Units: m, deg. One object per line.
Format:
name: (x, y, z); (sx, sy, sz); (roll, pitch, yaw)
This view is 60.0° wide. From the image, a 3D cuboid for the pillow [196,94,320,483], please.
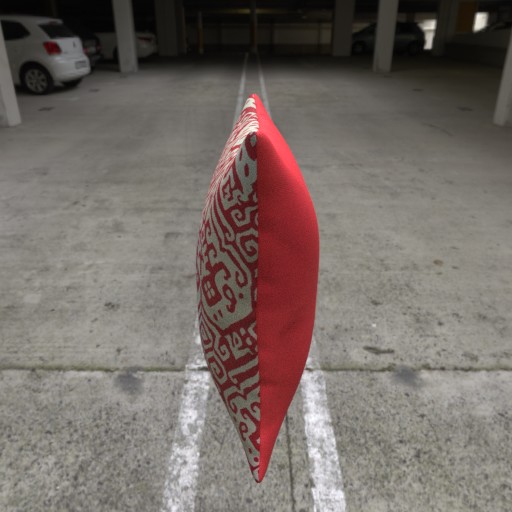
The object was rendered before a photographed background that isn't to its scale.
pillow: (0.000, 0.000, 0.782); (0.192, 0.507, 0.522); (0, 24, -1)
